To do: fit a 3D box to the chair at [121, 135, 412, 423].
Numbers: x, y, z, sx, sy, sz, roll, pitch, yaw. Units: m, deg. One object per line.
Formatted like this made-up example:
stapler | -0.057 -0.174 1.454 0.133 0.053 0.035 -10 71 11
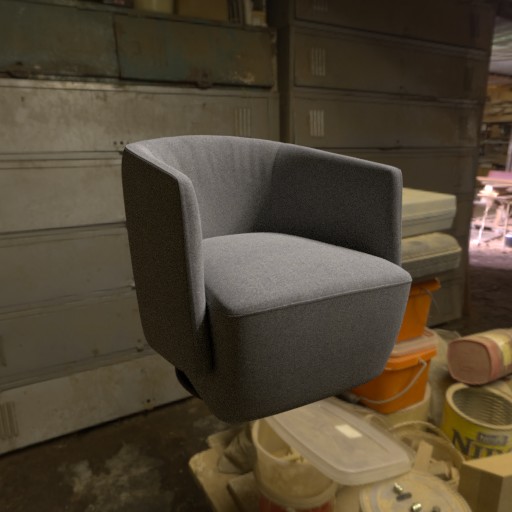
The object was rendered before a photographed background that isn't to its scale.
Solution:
chair | 0.000 0.000 1.625 0.822 0.861 0.986 -8 17 -28
